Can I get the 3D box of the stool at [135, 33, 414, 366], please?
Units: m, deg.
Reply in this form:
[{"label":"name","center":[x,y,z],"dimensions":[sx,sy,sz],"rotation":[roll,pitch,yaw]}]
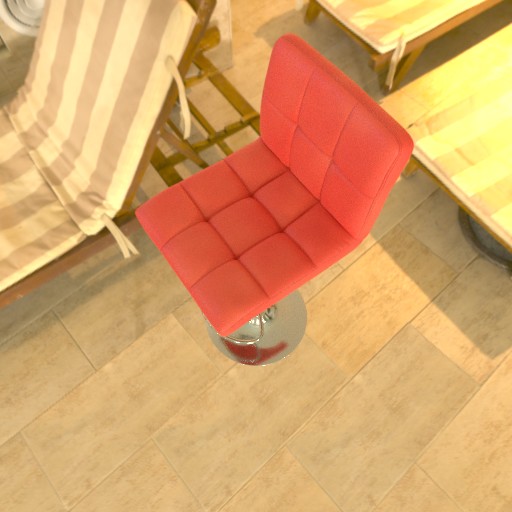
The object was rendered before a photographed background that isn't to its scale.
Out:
[{"label":"stool","center":[0.000,0.000,1.361],"dimensions":[0.505,1.115,0.430],"rotation":[-33,68,-15]}]
